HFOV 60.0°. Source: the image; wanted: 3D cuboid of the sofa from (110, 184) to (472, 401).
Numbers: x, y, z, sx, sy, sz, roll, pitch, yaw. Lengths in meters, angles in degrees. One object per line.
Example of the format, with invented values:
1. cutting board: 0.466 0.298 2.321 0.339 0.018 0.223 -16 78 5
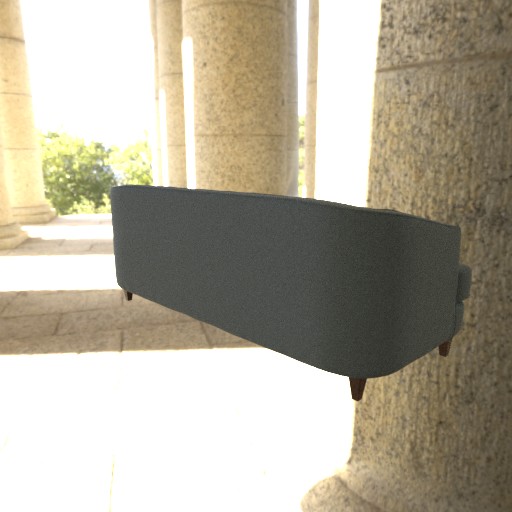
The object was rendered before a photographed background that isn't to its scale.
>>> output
1. sofa: 0.000 0.000 2.737 0.941 0.855 2.278 -12 17 -44
